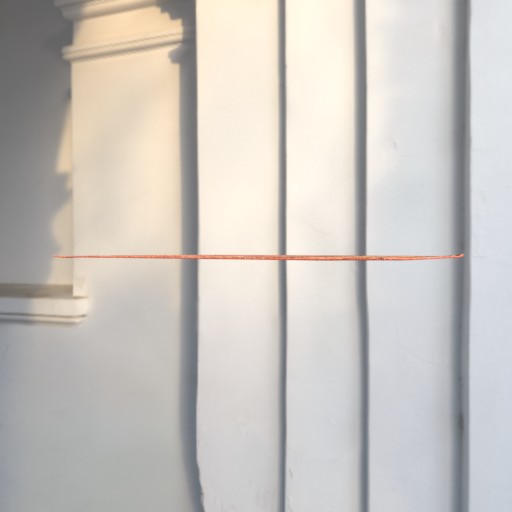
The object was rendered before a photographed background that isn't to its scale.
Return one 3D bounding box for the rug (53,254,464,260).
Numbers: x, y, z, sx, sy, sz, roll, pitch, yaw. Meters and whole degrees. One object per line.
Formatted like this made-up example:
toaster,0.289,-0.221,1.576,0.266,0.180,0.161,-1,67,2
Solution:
rug,0.000,0.000,2.944,2.286,0.026,1.521,0,1,35
